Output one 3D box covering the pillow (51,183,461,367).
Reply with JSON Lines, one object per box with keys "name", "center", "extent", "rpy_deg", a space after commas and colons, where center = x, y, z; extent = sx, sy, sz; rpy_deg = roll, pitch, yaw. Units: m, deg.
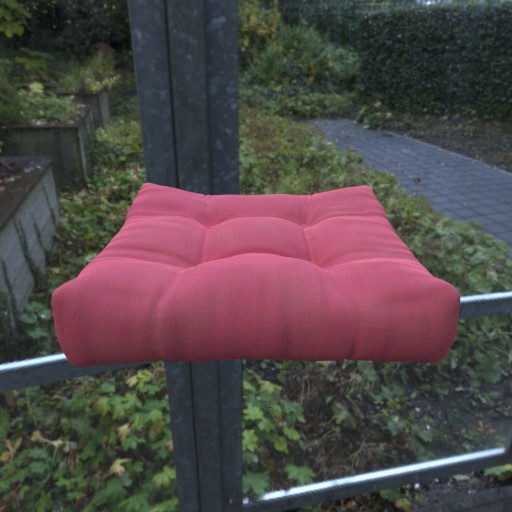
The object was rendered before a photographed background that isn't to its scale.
{"name": "pillow", "center": [0.000, 0.000, 0.729], "extent": [0.490, 0.128, 0.468], "rpy_deg": [0, 26, 0]}
